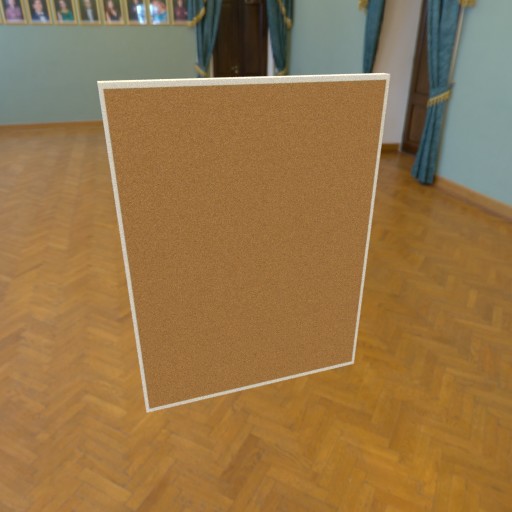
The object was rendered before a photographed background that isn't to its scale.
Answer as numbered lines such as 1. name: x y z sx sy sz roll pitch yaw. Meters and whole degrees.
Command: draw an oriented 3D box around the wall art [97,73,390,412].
1. wall art: 0.000 0.000 1.400 0.795 1.050 0.039 -8 28 -16
